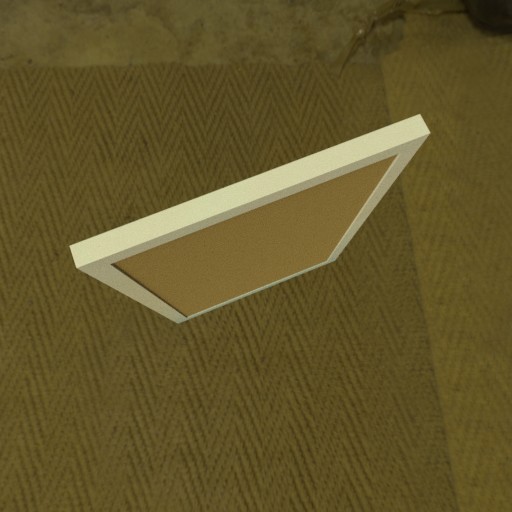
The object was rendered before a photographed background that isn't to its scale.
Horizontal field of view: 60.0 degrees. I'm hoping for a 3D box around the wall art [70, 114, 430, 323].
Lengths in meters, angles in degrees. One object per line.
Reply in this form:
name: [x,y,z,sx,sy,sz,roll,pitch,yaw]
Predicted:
wall art: [0.000,0.000,1.158,0.612,0.915,0.039,-22,77,-5]
